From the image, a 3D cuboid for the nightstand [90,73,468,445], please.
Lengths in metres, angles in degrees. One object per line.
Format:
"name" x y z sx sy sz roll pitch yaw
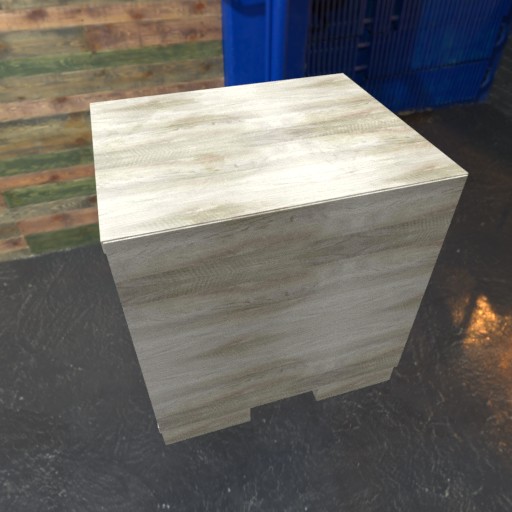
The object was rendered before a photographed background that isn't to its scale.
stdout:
"nightstand" 0.000 0.000 0.754 0.427 0.448 0.347 -12 43 -13
